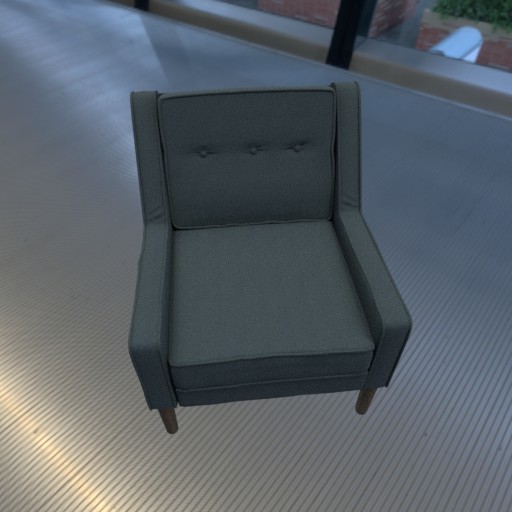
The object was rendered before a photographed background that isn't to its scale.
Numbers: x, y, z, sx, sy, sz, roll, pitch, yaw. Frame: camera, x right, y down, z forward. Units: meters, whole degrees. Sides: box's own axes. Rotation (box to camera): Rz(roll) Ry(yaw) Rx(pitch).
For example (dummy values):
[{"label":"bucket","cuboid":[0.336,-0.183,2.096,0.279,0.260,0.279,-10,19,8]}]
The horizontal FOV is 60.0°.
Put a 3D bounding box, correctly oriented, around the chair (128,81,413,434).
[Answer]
[{"label":"chair","cuboid":[0.000,0.000,1.298,0.663,0.780,0.733,-4,46,-4]}]
